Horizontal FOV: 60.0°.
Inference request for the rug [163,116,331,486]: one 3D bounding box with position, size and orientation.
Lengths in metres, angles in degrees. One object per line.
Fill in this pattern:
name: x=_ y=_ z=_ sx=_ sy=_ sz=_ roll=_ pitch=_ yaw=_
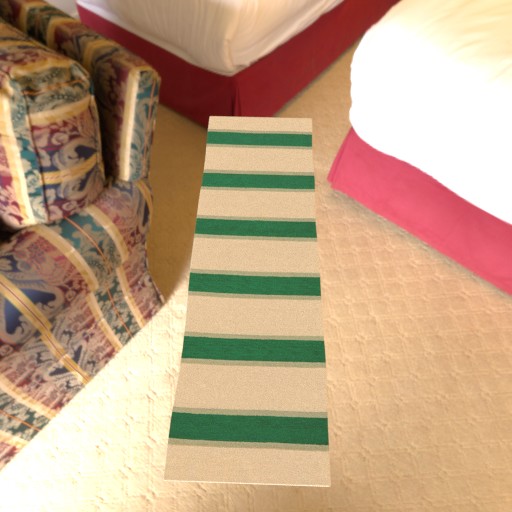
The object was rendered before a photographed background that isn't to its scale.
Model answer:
rug: x=0.000 y=0.000 z=2.657 sx=0.768 sy=0.012 sz=2.438 roll=2 pitch=58 yaw=1
